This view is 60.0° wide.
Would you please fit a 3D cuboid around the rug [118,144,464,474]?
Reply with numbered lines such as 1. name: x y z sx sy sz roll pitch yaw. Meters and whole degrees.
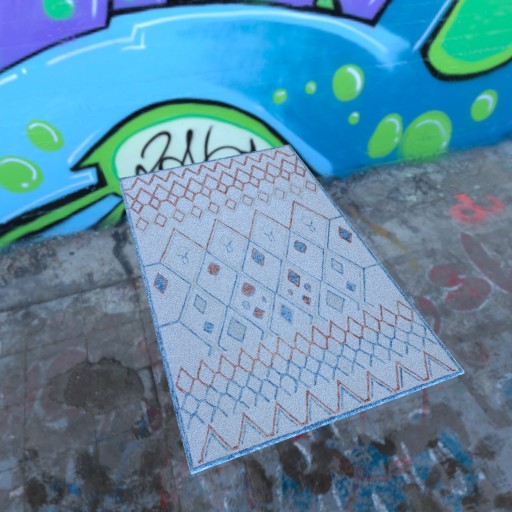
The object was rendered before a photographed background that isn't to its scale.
1. rug: 0.000 0.000 3.022 1.524 0.015 2.438 -15 47 -14
